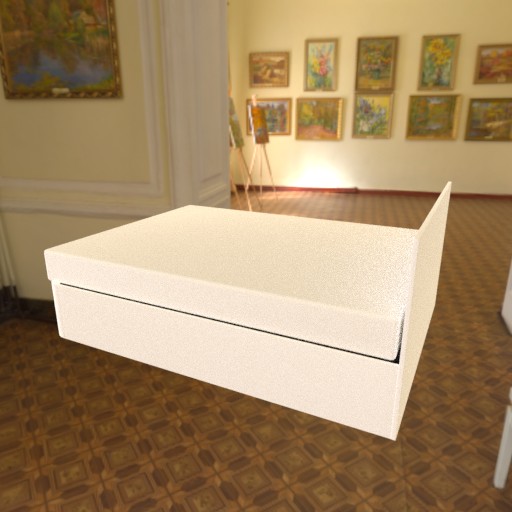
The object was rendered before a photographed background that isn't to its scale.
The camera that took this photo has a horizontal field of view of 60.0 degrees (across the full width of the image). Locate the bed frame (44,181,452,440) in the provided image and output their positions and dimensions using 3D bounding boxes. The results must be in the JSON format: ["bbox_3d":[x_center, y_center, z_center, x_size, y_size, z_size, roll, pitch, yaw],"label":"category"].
[{"bbox_3d":[0.000,0.000,2.571,1.900,0.800,1.400,9,20,25],"label":"bed frame"}]
